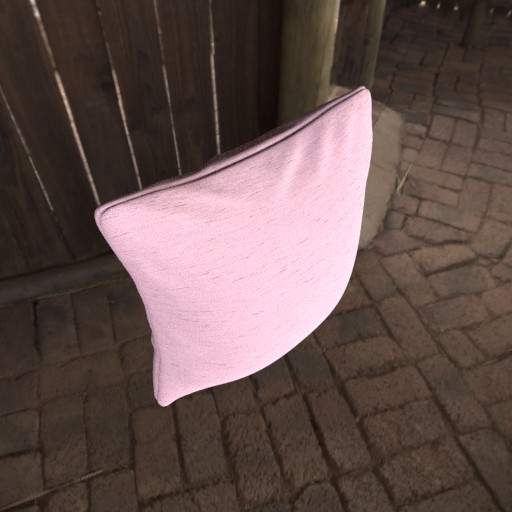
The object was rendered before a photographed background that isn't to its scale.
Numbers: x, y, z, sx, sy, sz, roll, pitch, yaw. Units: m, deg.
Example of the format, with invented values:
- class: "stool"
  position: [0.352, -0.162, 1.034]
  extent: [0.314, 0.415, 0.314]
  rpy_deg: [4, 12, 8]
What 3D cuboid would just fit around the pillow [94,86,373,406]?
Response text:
- class: "pillow"
  position: [0.000, 0.000, 0.684]
  extent: [0.432, 0.415, 0.246]
  rpy_deg: [-32, 54, -27]
